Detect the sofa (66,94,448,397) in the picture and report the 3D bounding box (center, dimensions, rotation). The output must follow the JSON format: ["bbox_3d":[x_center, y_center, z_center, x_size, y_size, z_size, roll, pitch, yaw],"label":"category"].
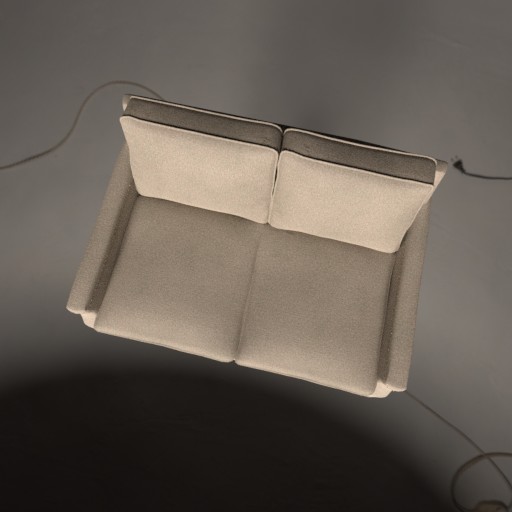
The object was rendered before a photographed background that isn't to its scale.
[{"bbox_3d":[0.000,0.000,2.218,1.597,1.003,1.084,13,77,3],"label":"sofa"}]
